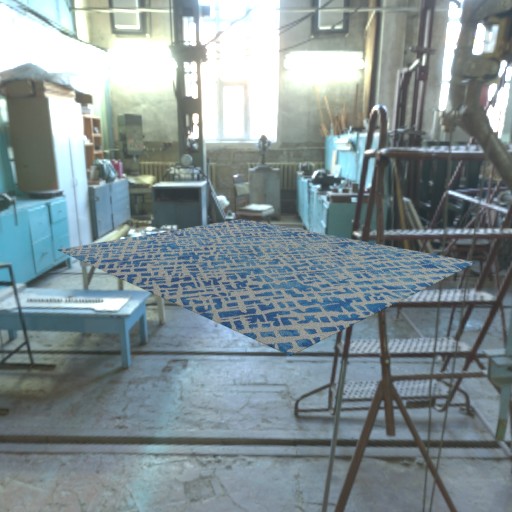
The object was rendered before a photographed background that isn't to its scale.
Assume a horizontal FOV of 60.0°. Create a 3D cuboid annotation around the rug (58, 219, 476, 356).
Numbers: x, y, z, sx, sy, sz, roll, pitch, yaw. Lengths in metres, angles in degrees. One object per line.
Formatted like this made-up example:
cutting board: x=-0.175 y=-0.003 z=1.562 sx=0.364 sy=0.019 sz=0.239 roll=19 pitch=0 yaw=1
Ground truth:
rug: x=0.000 y=0.000 z=4.060 sx=2.435 sy=0.007 sz=3.007 roll=-14 pitch=20 yaw=-42
